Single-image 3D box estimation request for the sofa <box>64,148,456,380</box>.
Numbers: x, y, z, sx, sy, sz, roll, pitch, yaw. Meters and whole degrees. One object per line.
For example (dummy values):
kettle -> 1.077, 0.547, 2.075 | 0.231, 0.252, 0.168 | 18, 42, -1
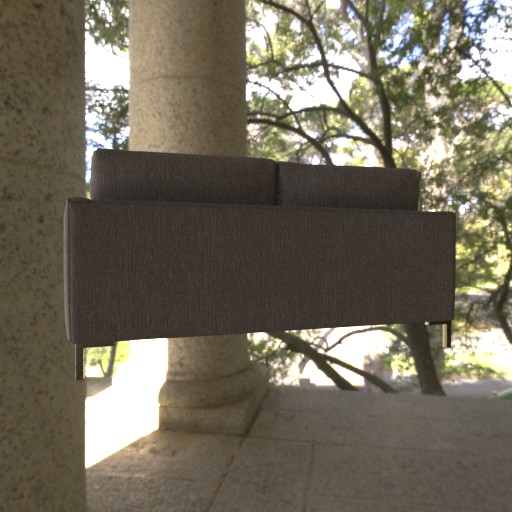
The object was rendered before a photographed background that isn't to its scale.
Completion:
sofa -> 0.000, 0.000, 2.171 | 1.682, 0.840, 0.875 | 0, 1, -19
